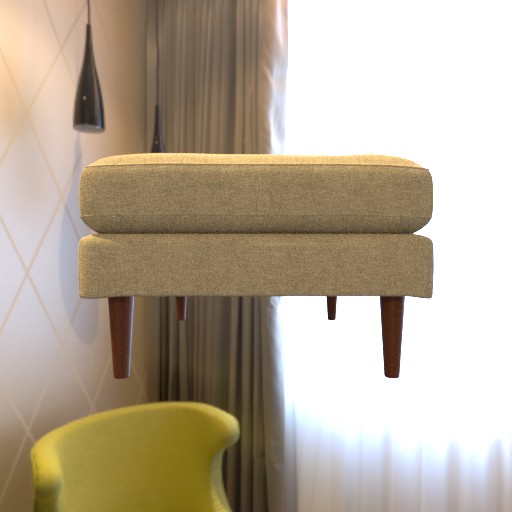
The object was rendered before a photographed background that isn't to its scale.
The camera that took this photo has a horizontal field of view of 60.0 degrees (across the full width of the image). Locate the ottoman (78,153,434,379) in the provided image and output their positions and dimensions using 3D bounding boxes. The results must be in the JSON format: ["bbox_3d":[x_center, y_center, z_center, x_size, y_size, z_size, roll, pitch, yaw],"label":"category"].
[{"bbox_3d":[0.000,0.000,1.246,0.693,0.474,0.821,0,1,0],"label":"ottoman"}]
